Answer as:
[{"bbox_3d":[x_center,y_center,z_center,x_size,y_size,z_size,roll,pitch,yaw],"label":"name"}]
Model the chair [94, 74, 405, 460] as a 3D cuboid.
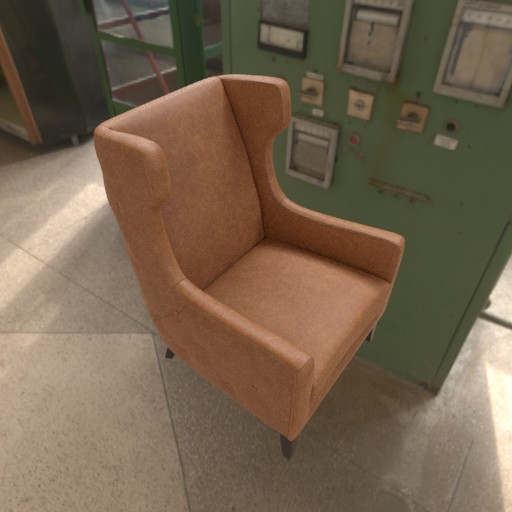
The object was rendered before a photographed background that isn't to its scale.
[{"bbox_3d":[0.000,0.000,1.672,0.899,1.079,0.766,26,47,27],"label":"chair"}]
